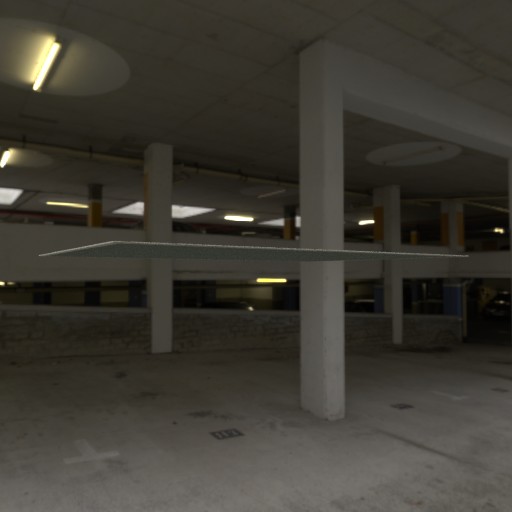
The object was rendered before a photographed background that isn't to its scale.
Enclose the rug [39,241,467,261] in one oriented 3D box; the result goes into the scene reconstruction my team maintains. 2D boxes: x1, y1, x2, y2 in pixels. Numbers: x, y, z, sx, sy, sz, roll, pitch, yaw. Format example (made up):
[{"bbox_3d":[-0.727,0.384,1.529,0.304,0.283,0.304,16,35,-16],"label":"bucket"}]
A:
[{"bbox_3d":[0.000,0.000,2.828,2.289,0.006,1.523,2,-3,-35],"label":"rug"}]
